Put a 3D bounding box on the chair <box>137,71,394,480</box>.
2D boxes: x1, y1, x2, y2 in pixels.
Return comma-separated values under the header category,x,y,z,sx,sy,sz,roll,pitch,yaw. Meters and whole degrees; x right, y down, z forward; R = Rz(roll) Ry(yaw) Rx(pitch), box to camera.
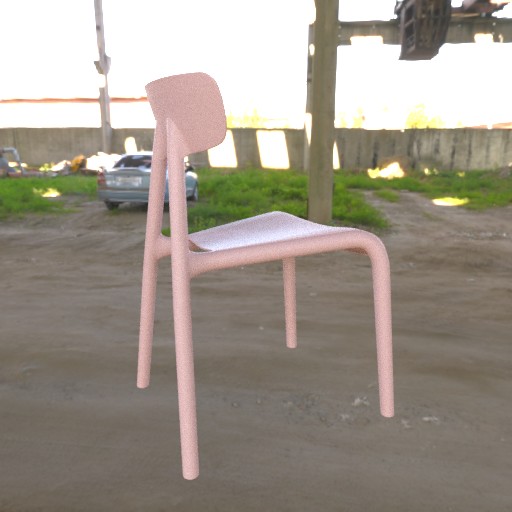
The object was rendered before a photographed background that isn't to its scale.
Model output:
category,x,y,z,sx,sy,sz,roll,pitch,yaw
chair,0.000,0.000,0.816,0.401,0.580,0.356,-7,15,-27
